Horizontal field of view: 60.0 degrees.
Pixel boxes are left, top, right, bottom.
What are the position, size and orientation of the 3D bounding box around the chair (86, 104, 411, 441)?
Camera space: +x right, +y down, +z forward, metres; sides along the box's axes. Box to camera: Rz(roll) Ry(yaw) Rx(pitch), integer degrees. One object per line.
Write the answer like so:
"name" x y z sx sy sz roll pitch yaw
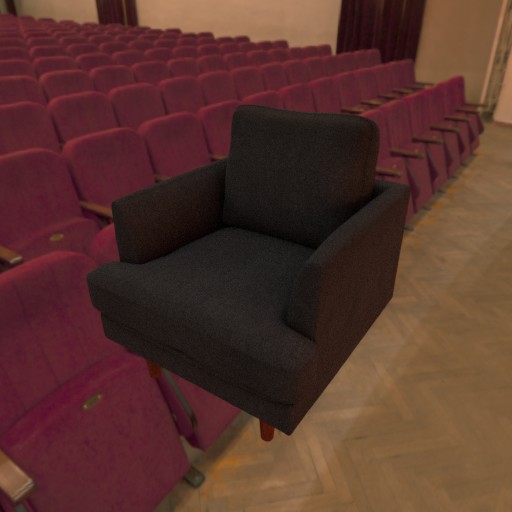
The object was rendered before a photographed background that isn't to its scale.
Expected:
"chair" 0.000 0.000 1.635 0.858 0.957 0.899 18 33 30
